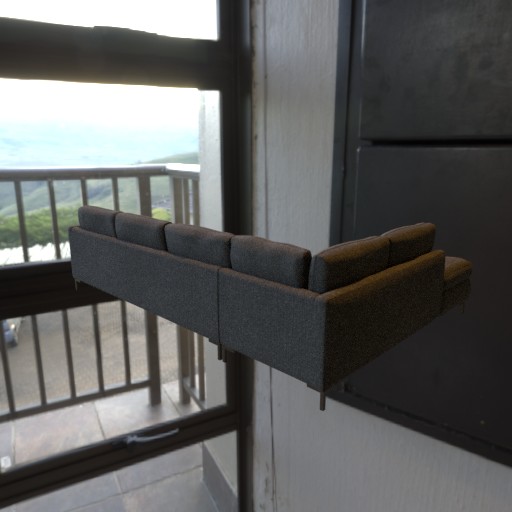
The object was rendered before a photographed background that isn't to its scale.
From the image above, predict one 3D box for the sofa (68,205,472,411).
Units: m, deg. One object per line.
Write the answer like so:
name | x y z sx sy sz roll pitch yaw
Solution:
sofa | 0.000 0.000 3.836 2.949 0.815 2.007 13 19 42
